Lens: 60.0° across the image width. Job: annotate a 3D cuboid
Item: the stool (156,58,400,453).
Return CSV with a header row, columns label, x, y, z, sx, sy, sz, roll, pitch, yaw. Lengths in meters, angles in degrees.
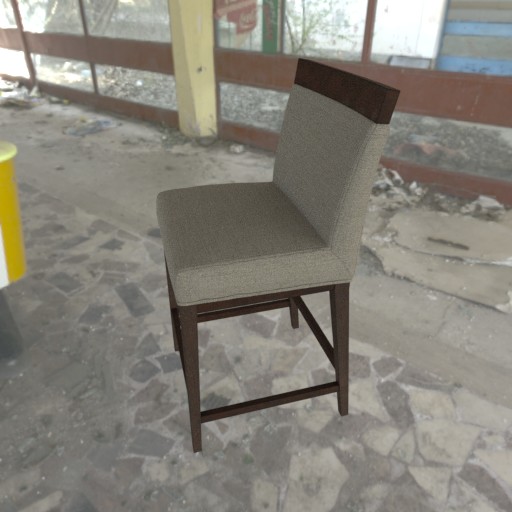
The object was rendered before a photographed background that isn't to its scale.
label,x,y,z,sx,sy,sz,roll,pitch,yaw
stool,0.000,0.000,1.314,0.531,1.009,0.512,-8,32,-14
